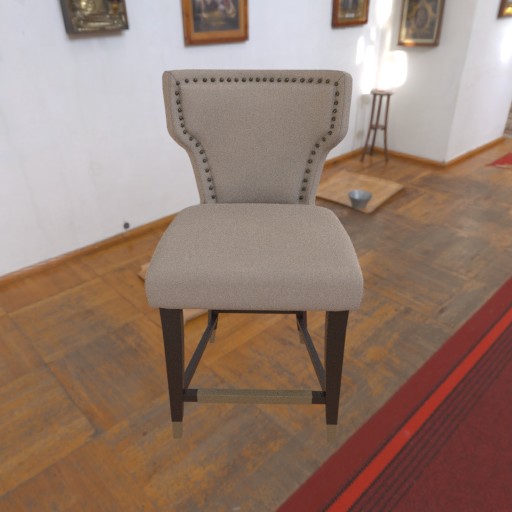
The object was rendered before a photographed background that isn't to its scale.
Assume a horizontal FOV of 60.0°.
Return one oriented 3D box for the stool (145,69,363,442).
[{"bbox_3d":[0.000,0.000,1.306,0.527,0.982,0.563,1,29,1],"label":"stool"}]
